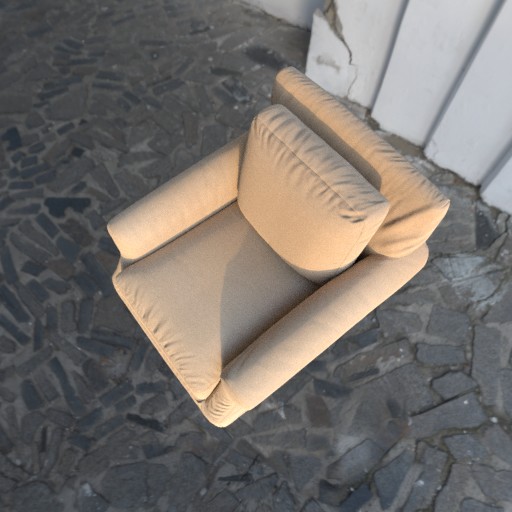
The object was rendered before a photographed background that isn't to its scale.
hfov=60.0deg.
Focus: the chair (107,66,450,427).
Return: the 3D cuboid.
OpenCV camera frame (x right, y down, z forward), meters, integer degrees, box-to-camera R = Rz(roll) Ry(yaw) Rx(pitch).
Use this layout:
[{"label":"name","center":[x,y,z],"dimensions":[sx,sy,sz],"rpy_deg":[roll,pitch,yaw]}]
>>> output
[{"label":"chair","center":[0.000,0.000,1.812],"dimensions":[1.066,0.866,0.940],"rpy_deg":[-36,69,-16]}]
